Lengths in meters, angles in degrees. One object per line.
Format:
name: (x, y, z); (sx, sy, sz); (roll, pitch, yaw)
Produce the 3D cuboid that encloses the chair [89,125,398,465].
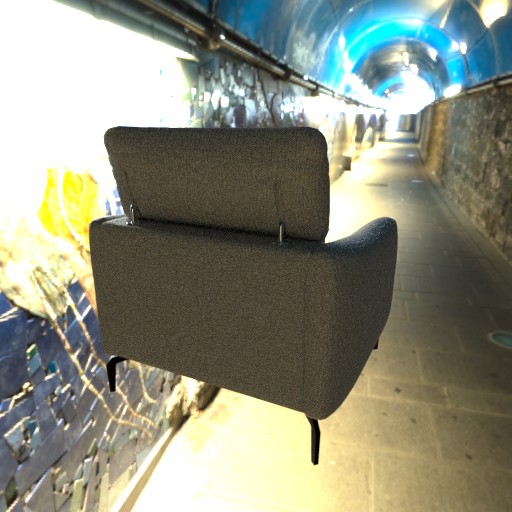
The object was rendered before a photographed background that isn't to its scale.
chair: (0.000, 0.000, 1.707); (0.972, 0.967, 0.835); (9, 19, 26)
